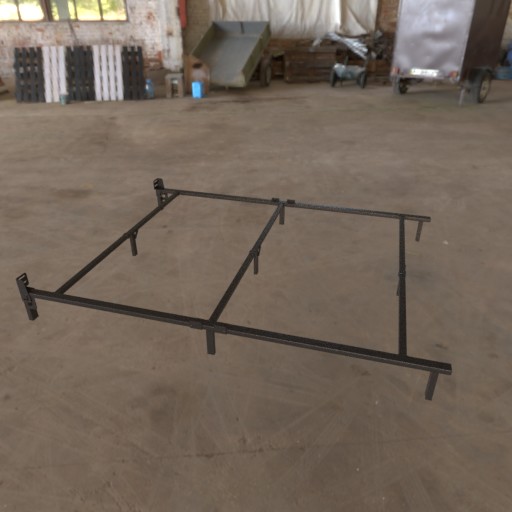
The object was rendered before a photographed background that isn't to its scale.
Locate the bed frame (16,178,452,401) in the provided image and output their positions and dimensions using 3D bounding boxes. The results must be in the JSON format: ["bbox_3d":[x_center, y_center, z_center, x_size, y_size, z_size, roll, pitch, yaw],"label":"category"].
[{"bbox_3d":[0.000,0.000,2.585,1.990,0.248,1.498,8,30,14],"label":"bed frame"}]
